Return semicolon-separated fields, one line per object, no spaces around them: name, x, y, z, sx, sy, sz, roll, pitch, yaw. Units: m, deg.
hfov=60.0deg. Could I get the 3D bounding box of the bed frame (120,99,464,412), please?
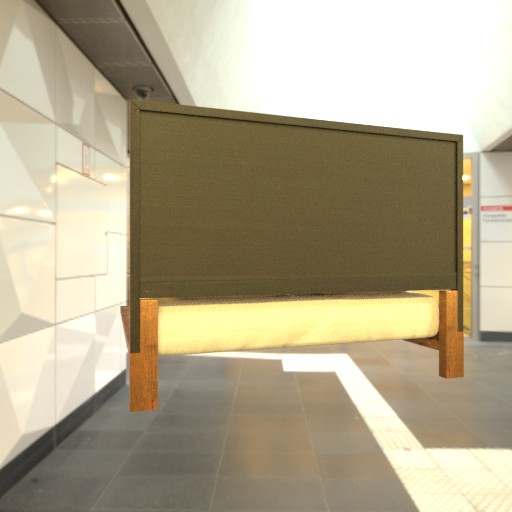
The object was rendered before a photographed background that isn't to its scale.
bed frame;0.000;0.000;3.554;2.038;1.537;2.235;0;0;-18
